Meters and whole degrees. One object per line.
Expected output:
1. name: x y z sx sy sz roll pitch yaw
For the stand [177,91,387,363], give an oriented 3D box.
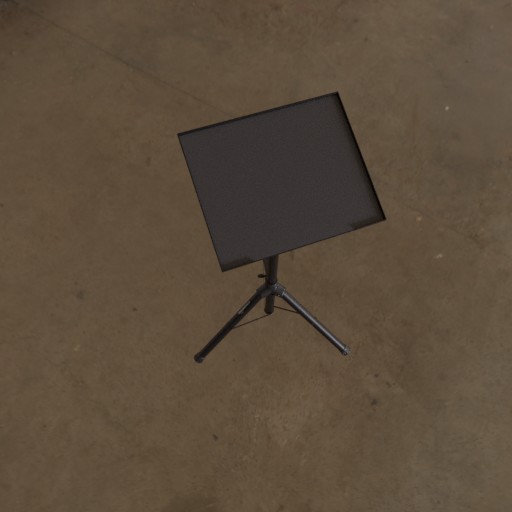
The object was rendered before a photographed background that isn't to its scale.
1. stand: 0.000 0.000 1.659 0.702 1.198 0.702 -18 64 -9
